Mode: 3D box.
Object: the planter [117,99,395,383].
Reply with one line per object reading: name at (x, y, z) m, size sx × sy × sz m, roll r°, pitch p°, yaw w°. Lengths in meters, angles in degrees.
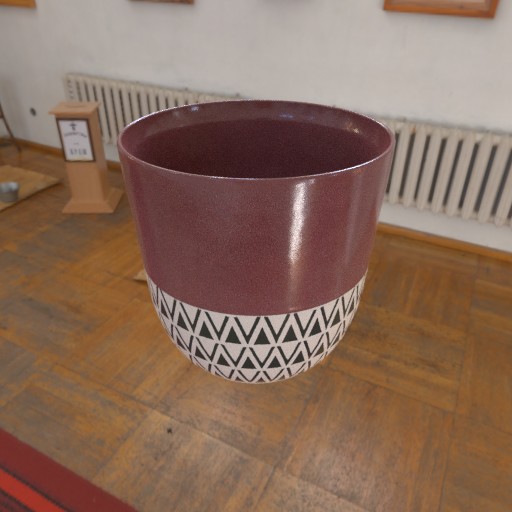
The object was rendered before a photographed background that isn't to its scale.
planter at (0.000, 0.000, 0.375) m, size 0.195 × 0.214 × 0.195 m, roll 0°, pitch 32°, yaw 0°
